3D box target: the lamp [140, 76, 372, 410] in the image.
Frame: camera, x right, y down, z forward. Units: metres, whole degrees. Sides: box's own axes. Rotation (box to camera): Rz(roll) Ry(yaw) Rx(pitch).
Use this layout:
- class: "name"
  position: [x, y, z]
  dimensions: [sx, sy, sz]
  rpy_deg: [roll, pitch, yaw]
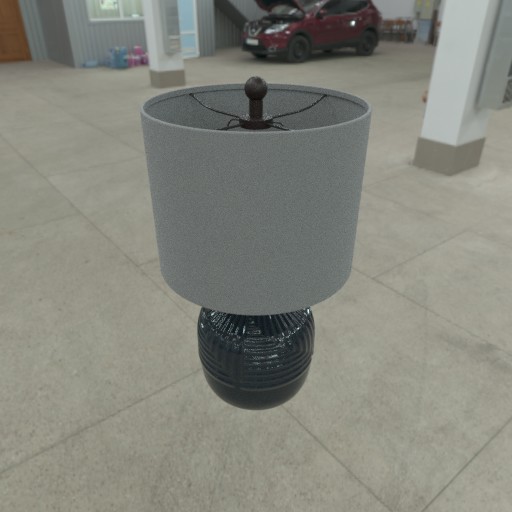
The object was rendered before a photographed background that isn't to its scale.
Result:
- class: "lamp"
  position: [0.000, 0.000, 0.747]
  dimensions: [0.318, 0.567, 0.318]
  rpy_deg: [0, 31, 0]
